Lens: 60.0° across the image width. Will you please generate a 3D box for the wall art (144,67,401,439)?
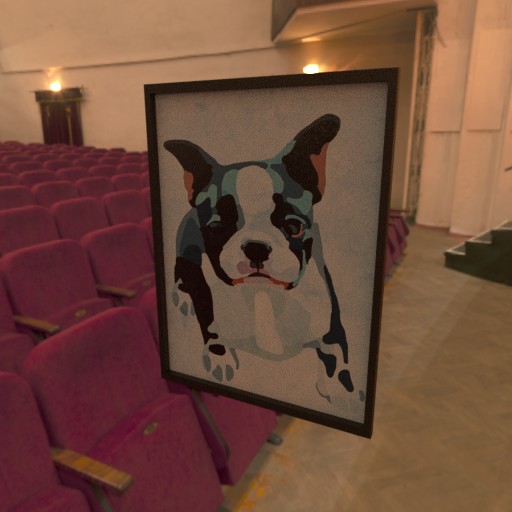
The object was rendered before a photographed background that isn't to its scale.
[{"bbox_3d":[0.000,0.000,1.364,0.774,1.027,0.030,7,16,26],"label":"wall art"}]
